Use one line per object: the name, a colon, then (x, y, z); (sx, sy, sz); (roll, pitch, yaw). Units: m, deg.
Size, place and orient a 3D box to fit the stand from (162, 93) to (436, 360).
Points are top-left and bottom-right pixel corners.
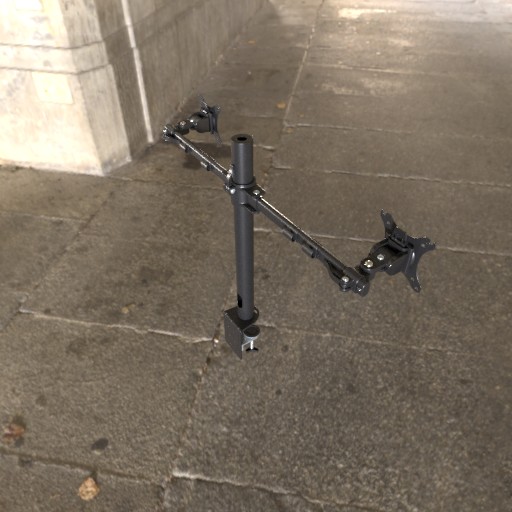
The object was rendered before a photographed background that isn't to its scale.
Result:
stand: (0.000, 0.000, 1.030); (0.150, 0.603, 0.743); (-24, 46, -25)
